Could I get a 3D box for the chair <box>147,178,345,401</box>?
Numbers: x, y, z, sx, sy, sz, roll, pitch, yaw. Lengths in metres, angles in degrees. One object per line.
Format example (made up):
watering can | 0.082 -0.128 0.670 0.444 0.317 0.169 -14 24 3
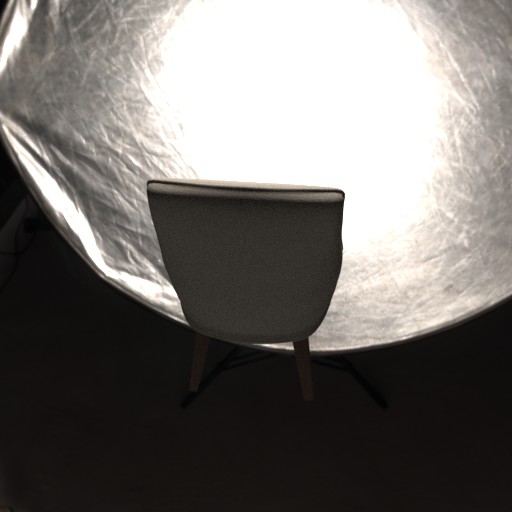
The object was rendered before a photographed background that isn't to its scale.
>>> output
chair | 0.000 0.000 1.327 0.500 0.930 0.620 4 46 3
